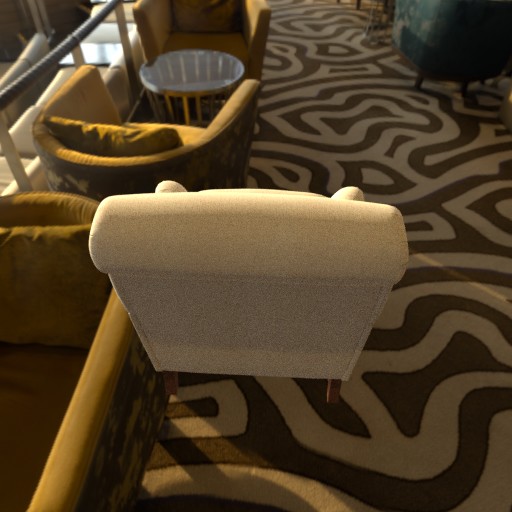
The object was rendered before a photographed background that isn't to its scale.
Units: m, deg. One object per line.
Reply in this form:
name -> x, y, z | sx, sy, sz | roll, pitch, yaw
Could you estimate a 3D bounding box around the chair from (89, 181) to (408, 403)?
chair -> 0.000, 0.000, 1.562 | 0.766, 0.944, 0.842 | 2, 44, 2
